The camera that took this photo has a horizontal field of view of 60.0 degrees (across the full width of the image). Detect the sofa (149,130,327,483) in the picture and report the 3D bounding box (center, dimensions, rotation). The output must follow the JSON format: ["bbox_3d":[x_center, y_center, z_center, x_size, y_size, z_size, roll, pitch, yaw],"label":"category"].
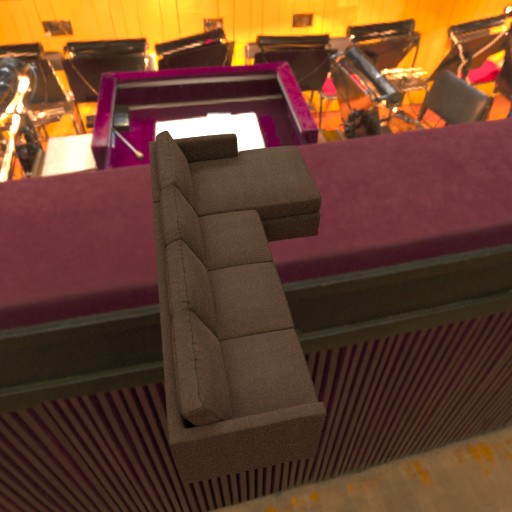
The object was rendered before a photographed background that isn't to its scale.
[{"bbox_3d":[0.000,0.000,3.855,1.650,0.922,3.205,-8,47,-8],"label":"sofa"}]
